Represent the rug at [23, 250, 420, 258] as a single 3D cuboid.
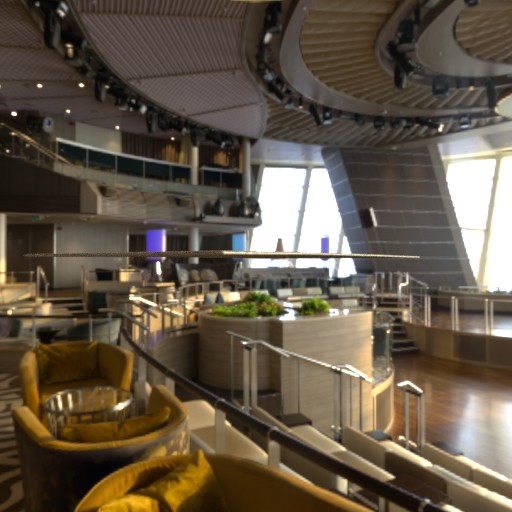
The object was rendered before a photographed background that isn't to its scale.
[{"bbox_3d":[0.000,0.000,3.120,1.535,0.022,2.498,0,-1,37],"label":"rug"}]
